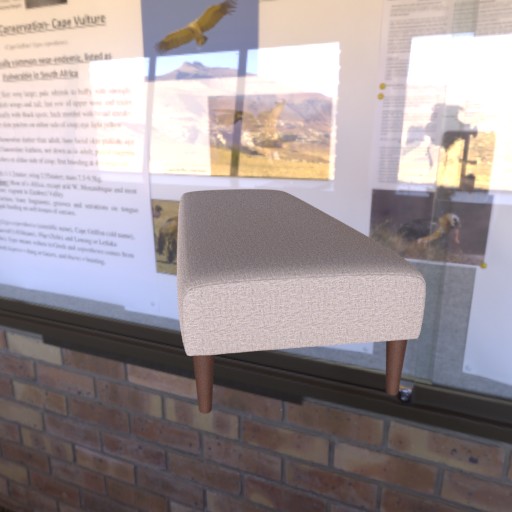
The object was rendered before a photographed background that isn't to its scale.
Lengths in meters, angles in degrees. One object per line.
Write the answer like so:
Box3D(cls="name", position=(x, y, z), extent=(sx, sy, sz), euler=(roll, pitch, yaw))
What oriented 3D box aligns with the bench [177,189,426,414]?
Box3D(cls="bench", position=(0.000, 0.000, 1.832), extent=(0.631, 0.383, 1.598), euler=(-2, 16, -9))
